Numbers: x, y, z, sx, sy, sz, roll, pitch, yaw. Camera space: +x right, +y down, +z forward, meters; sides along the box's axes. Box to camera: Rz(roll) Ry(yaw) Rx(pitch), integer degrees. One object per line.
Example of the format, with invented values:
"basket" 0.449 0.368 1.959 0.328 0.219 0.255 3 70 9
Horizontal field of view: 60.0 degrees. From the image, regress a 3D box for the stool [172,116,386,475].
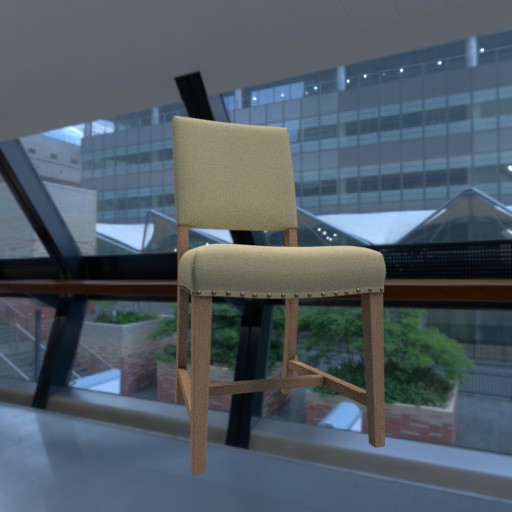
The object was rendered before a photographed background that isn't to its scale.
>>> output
"stool" 0.000 0.000 1.352 0.508 0.986 0.623 0 -1 -19
